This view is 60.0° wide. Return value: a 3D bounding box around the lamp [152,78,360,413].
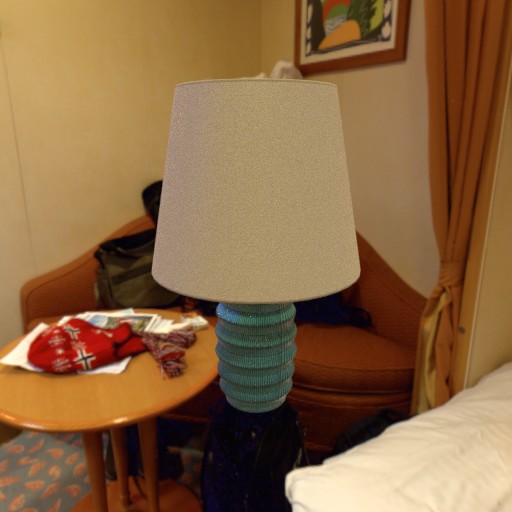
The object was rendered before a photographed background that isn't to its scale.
[{"bbox_3d":[0.000,0.000,0.550,0.254,0.392,0.254,0,16,0],"label":"lamp"}]
